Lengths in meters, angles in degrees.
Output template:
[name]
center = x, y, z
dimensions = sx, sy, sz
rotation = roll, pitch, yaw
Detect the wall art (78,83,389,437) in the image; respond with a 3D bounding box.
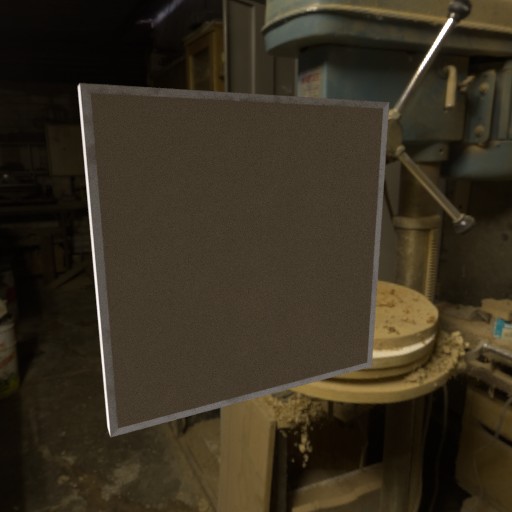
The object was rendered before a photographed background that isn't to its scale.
[wall art]
center = 0.000, 0.000, 0.737
dimensions = 0.508, 0.506, 0.029
rotation = -7, 15, -26
